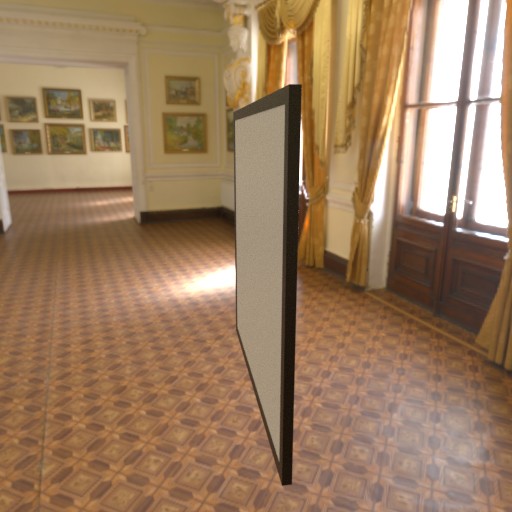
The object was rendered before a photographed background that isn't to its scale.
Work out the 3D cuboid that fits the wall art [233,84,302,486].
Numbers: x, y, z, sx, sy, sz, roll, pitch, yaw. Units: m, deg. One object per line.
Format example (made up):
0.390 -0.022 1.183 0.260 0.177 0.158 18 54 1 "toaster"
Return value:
0.000 0.000 1.233 0.022 0.807 0.807 -2 15 -9 "wall art"
